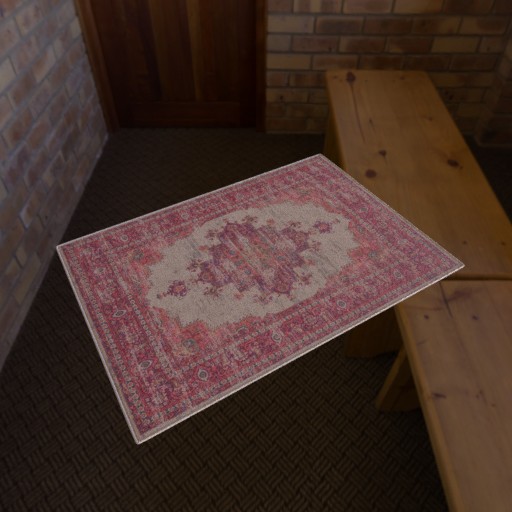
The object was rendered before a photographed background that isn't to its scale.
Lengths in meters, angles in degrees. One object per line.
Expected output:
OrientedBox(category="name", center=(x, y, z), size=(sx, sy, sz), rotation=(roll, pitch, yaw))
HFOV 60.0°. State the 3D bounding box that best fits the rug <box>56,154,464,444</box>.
OrientedBox(category="rug", center=(0.000, 0.000, 3.784), size=(2.878, 0.014, 2.005), rotation=(-23, 50, -21))
